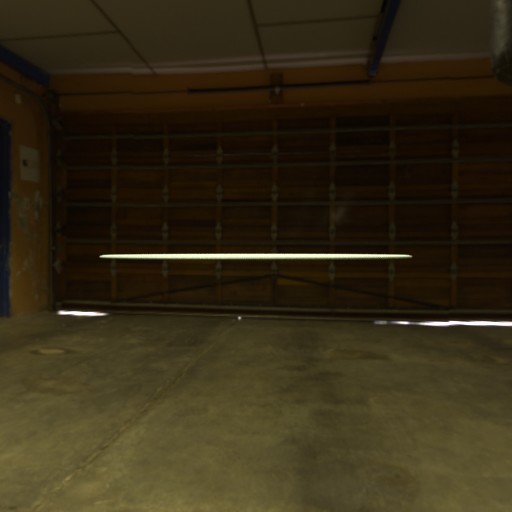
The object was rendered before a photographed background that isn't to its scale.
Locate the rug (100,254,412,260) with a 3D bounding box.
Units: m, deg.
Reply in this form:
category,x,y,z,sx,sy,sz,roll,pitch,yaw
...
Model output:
category,x,y,z,sx,sy,sz,roll,pitch,yaw
rug,0.000,0.000,2.396,1.593,0.012,1.593,0,1,0
